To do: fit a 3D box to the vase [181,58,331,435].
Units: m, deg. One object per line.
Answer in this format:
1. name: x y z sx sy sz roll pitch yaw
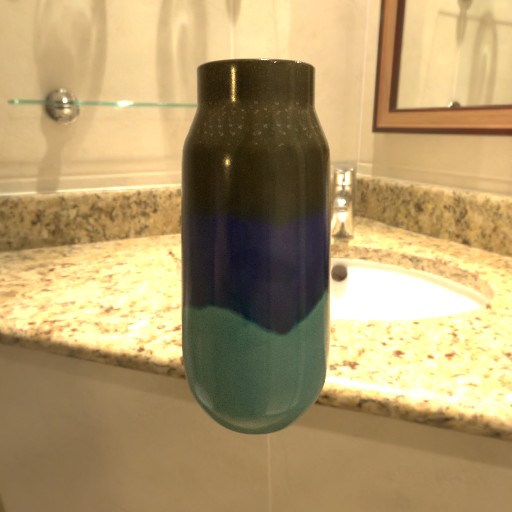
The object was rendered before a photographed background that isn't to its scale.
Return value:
1. vase: 0.000 0.000 0.394 0.139 0.313 0.139 0 17 0
